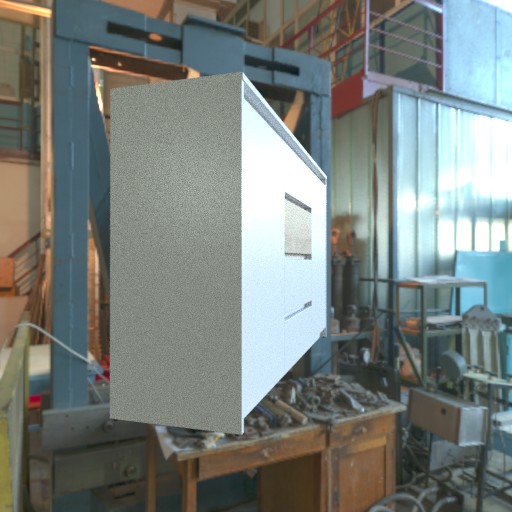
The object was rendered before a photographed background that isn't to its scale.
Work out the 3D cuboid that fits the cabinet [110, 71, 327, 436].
[{"bbox_3d":[0.000,0.000,1.838,0.380,0.900,1.450,0,0,17],"label":"cabinet"}]
